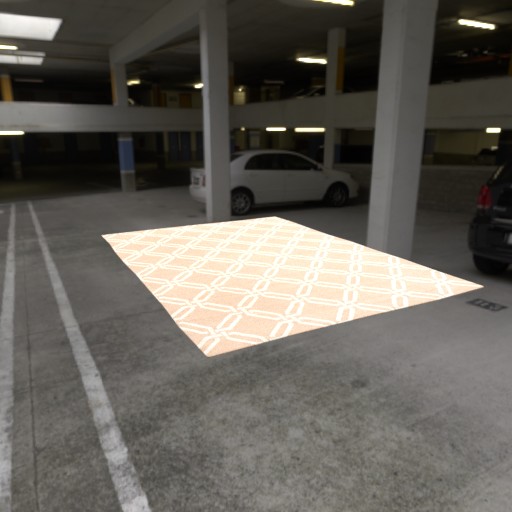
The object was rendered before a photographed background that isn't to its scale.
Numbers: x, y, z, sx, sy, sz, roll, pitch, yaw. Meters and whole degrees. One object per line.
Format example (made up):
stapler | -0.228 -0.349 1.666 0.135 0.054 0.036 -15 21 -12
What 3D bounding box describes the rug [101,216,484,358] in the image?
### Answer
rug | 0.000 0.000 4.466 2.452 0.020 3.365 -9 18 -27
